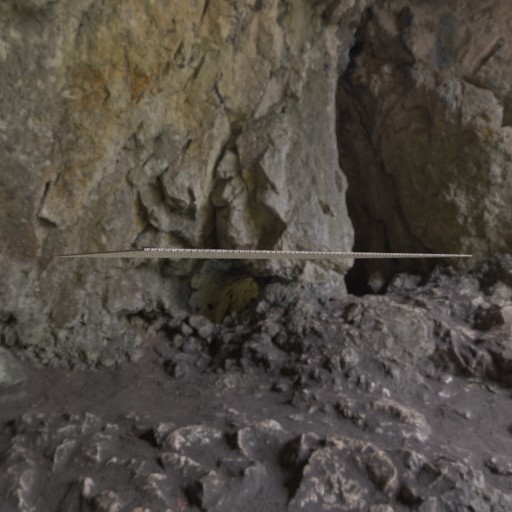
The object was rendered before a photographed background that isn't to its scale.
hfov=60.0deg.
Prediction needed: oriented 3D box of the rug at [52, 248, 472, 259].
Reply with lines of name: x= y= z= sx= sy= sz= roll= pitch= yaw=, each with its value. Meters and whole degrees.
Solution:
rug: x=0.000 y=0.000 z=3.879 sx=2.894 sy=0.013 sz=2.286 roll=1 pitch=-1 yaw=-35
